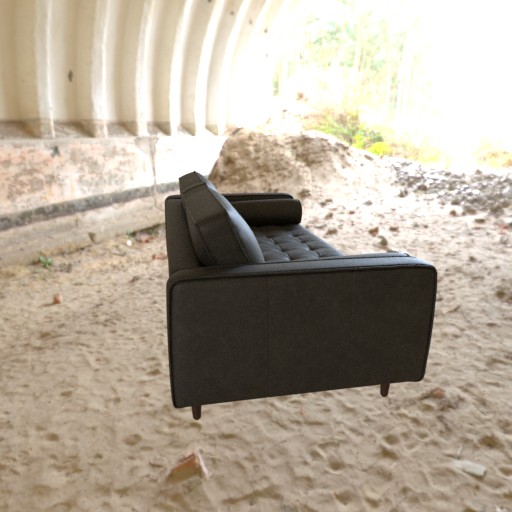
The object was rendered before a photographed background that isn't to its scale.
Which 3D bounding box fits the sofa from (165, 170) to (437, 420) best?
[{"bbox_3d":[0.000,0.000,2.308,0.921,0.770,1.879,-3,16,-11],"label":"sofa"}]
